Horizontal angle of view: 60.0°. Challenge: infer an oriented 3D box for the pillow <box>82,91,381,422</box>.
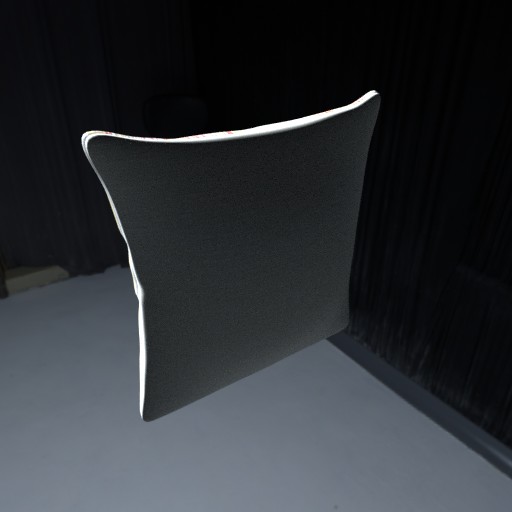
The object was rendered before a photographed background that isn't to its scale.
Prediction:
[{"bbox_3d":[0.000,0.000,0.687,0.451,0.449,0.191,-18,34,-29],"label":"pillow"}]
